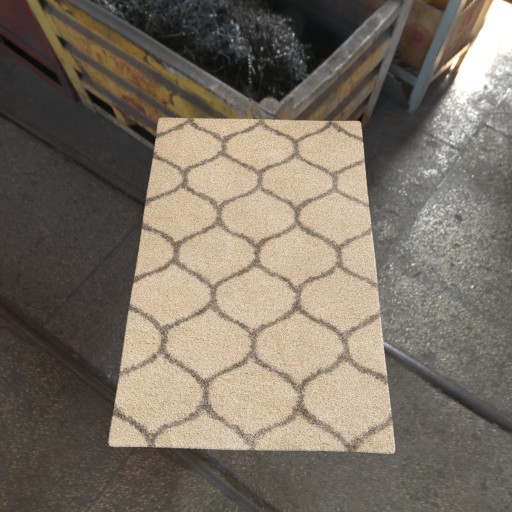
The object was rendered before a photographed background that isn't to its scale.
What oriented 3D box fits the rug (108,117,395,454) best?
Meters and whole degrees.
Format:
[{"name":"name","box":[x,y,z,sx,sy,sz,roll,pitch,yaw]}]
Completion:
[{"name":"rug","box":[0.000,0.000,3.361,1.801,0.026,2.701,1,64,1]}]
